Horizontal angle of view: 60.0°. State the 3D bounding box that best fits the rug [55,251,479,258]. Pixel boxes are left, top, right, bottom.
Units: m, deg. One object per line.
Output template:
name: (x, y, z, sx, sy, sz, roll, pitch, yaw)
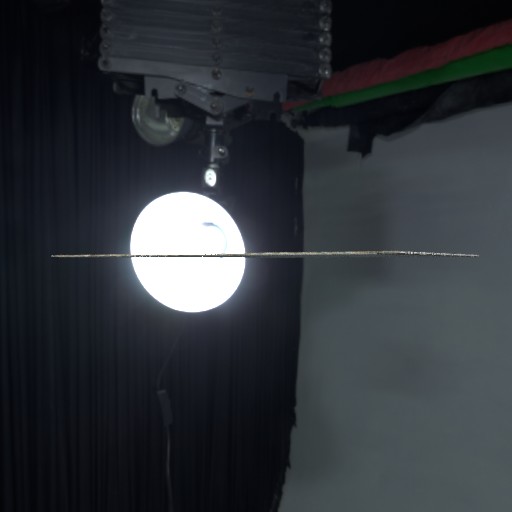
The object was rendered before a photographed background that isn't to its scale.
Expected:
rug: (0.000, 0.000, 2.433, 2.029, 0.010, 1.237, 0, -1, 37)
